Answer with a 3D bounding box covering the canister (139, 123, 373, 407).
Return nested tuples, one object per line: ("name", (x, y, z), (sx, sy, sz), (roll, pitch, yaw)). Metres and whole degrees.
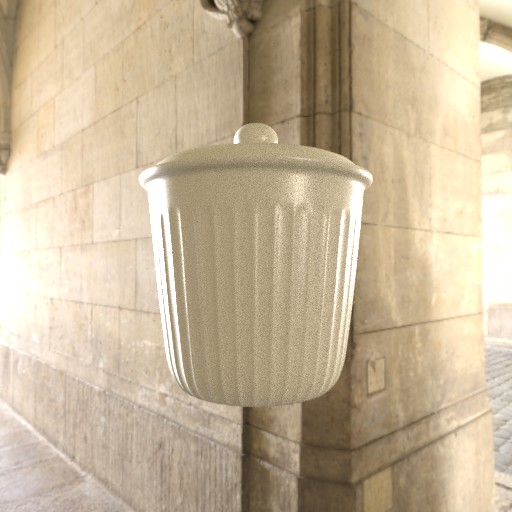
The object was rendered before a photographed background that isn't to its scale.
("canister", (0.000, 0.000, 0.353), (0.181, 0.211, 0.181), (0, -2, 0))
